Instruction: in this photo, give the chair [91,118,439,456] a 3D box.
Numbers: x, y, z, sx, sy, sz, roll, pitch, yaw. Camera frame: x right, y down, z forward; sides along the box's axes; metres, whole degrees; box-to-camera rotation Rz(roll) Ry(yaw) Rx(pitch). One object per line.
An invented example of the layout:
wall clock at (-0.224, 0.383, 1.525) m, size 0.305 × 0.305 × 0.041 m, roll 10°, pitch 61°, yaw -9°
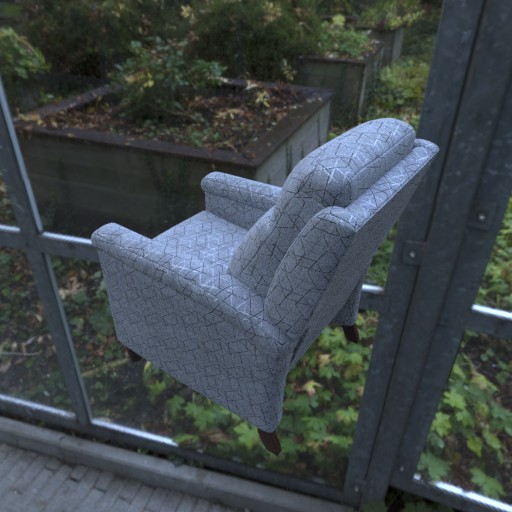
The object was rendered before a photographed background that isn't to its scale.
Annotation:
chair at (0.000, 0.000, 1.661) m, size 0.987 × 1.048 × 0.753 m, roll 20°, pitch 38°, yaw 29°
